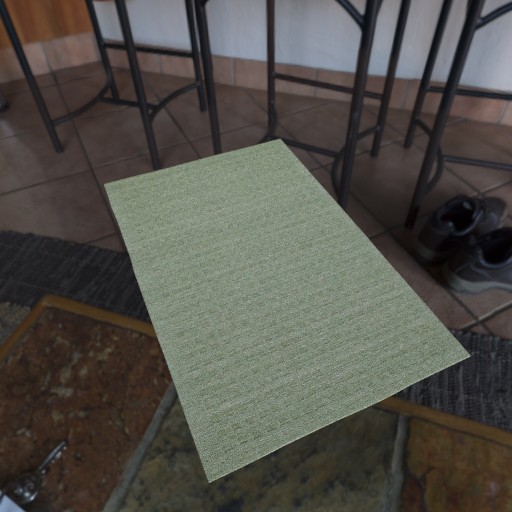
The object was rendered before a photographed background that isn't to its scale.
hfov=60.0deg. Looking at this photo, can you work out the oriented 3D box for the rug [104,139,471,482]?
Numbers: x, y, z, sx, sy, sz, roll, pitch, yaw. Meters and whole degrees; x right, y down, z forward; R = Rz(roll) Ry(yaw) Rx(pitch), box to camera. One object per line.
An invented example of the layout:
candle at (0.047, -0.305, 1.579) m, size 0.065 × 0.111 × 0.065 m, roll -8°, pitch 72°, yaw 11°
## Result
rug at (0.000, 0.000, 2.187) m, size 1.143 × 0.006 × 1.747 m, roll -19°, pitch 50°, yaw -16°
